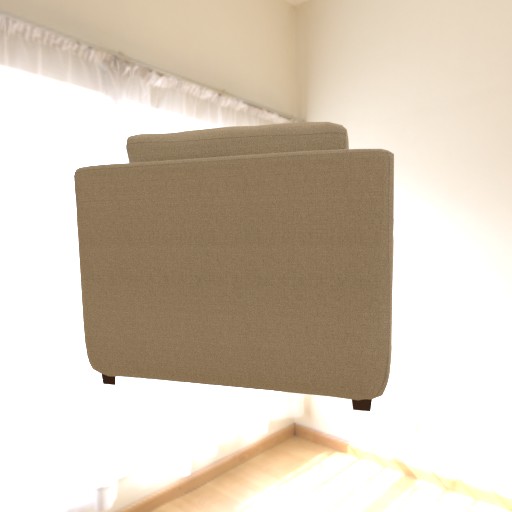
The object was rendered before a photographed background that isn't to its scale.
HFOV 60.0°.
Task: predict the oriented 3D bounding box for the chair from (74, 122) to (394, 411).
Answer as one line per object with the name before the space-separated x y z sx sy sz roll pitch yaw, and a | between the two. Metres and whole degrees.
chair | 0.000 0.000 1.992 1.178 1.016 1.009 0 1 17
